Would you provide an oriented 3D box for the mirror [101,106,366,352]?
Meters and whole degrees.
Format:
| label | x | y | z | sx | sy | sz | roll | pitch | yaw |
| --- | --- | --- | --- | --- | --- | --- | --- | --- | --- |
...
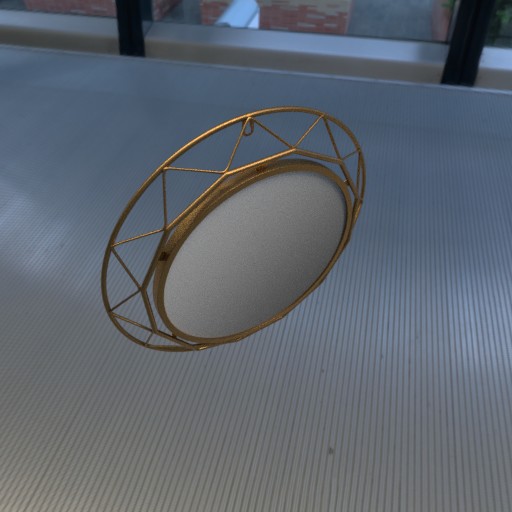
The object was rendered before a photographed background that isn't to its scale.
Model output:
| label | x | y | z | sx | sy | sz | roll | pitch | yaw |
| --- | --- | --- | --- | --- | --- | --- | --- | --- | --- |
| mirror | 0.000 | 0.000 | 0.672 | 0.454 | 0.454 | 0.043 | -24 | 52 | -21 |
